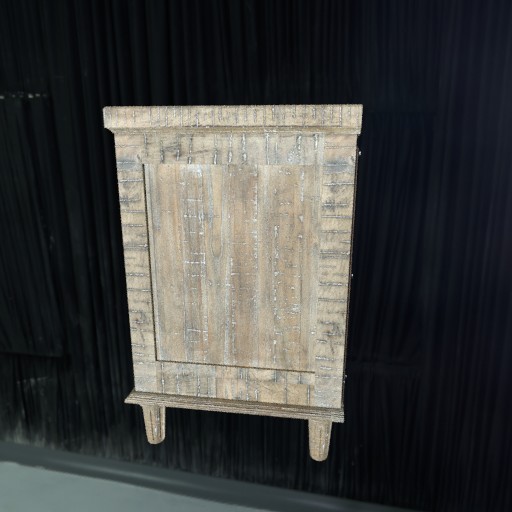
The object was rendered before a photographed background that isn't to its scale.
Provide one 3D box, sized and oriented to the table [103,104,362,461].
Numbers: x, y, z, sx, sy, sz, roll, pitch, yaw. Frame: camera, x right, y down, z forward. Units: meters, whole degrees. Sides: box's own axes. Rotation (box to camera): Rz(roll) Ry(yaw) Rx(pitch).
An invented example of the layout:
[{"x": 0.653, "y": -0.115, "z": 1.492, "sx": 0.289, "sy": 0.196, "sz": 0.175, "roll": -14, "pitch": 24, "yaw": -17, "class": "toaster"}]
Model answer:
[{"x": 0.000, "y": 0.000, "z": 1.162, "sx": 0.457, "sy": 0.711, "sz": 0.686, "roll": 2, "pitch": 16, "yaw": 8, "class": "table"}]
